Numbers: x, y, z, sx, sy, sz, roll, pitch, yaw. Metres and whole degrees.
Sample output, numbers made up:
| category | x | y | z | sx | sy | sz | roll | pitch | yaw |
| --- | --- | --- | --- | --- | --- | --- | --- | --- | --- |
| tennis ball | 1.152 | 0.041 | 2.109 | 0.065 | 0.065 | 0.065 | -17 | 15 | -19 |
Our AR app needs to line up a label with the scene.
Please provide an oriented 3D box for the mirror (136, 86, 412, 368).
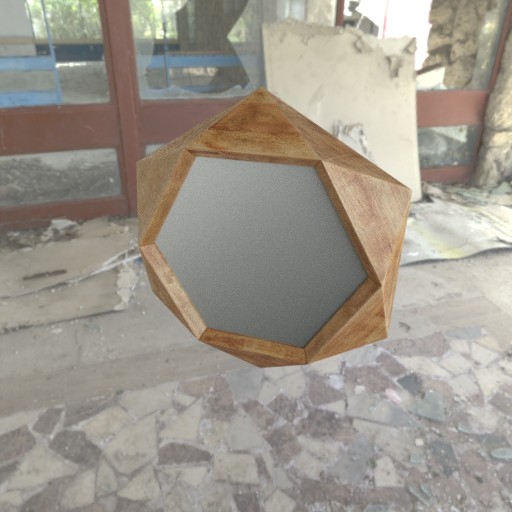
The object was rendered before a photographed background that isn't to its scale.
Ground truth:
| category | x | y | z | sx | sy | sz | roll | pitch | yaw |
| --- | --- | --- | --- | --- | --- | --- | --- | --- | --- |
| mirror | 0.000 | 0.000 | 1.095 | 0.675 | 0.779 | 0.091 | 9 | 29 | 17 |
